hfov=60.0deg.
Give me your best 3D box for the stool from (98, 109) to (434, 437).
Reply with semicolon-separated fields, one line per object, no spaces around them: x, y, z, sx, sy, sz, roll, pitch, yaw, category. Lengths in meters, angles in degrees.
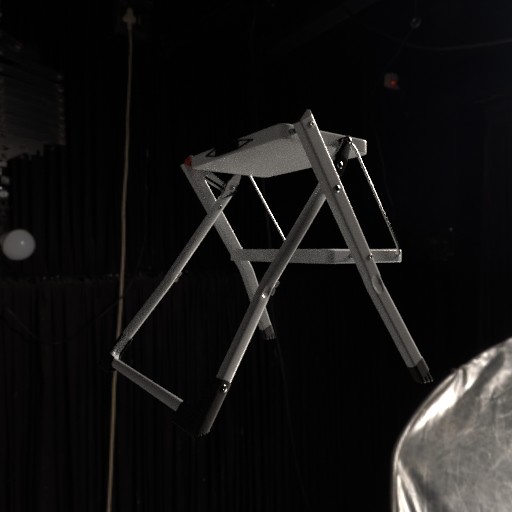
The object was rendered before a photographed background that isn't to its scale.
0.000;0.000;0.862;0.490;0.445;0.485;-1;1;-35;stool
